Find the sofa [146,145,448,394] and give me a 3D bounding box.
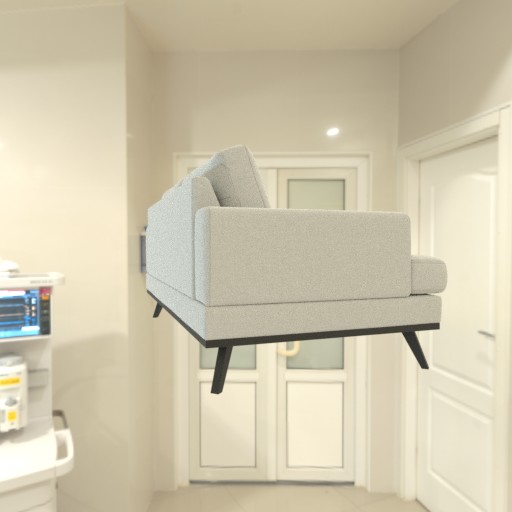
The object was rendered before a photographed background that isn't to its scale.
[{"bbox_3d":[0.000,0.000,2.227,0.920,0.810,1.650,-1,2,-20],"label":"sofa"}]
